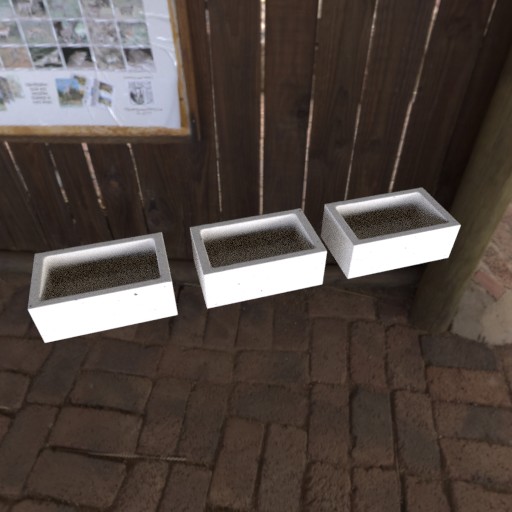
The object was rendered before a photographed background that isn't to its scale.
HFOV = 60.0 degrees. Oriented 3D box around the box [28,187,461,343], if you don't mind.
[{"bbox_3d":[0.000,0.000,0.501,0.461,0.051,0.082,-11,43,-12],"label":"box"}]
